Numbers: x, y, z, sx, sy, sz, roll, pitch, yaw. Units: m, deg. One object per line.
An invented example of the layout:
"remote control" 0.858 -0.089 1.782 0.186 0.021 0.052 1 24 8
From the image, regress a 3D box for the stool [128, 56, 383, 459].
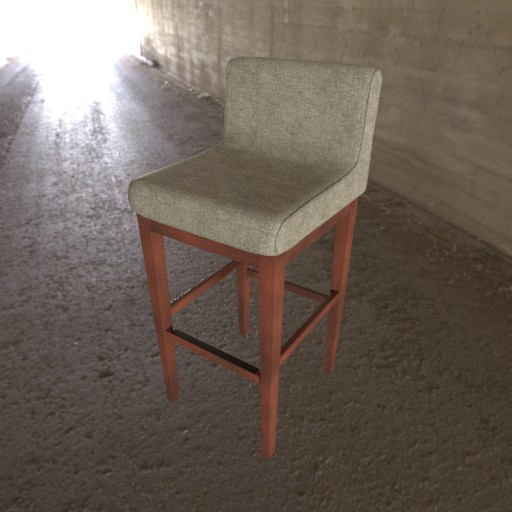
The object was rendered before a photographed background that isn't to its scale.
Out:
"stool" 0.000 0.000 1.230 0.426 0.965 0.499 19 35 29
